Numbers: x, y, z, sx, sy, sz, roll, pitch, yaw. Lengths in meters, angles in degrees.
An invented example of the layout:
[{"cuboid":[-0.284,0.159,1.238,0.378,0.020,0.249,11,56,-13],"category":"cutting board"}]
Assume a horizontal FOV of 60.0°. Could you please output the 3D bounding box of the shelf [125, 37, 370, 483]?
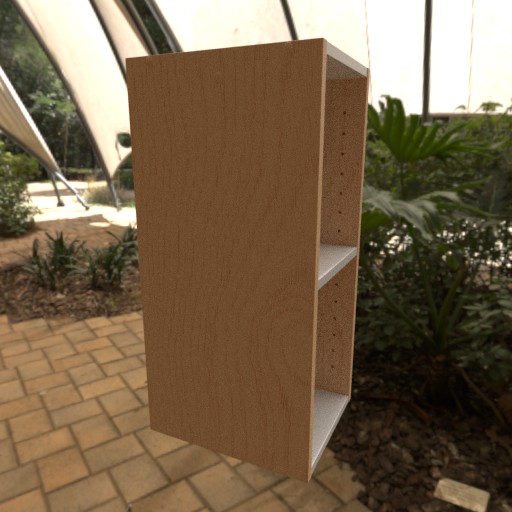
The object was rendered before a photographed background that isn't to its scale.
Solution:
[{"cuboid":[0.000,0.000,0.745,0.290,0.600,0.250,7,16,25],"category":"shelf"}]
